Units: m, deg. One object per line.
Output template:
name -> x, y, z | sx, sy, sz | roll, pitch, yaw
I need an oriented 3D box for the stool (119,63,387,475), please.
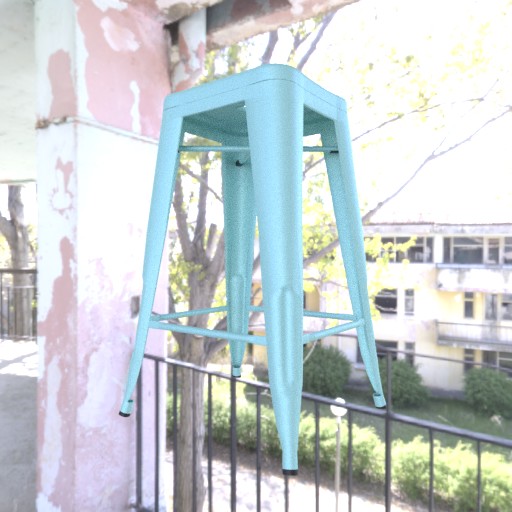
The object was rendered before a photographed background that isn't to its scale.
stool -> 0.000, 0.000, 0.865 | 0.399, 0.609, 0.359 | 0, 0, 37
